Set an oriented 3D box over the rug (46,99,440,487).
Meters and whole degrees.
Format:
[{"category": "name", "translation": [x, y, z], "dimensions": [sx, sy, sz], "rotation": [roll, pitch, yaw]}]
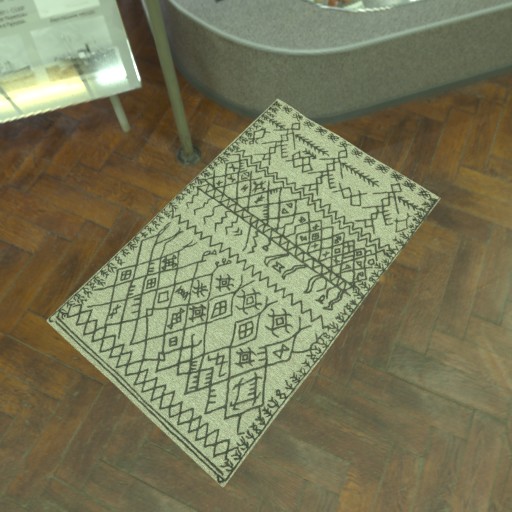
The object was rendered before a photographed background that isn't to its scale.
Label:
[{"category": "rug", "translation": [0.000, 0.000, 4.811], "dimensions": [2.393, 0.019, 3.824], "rotation": [37, 71, 15]}]
